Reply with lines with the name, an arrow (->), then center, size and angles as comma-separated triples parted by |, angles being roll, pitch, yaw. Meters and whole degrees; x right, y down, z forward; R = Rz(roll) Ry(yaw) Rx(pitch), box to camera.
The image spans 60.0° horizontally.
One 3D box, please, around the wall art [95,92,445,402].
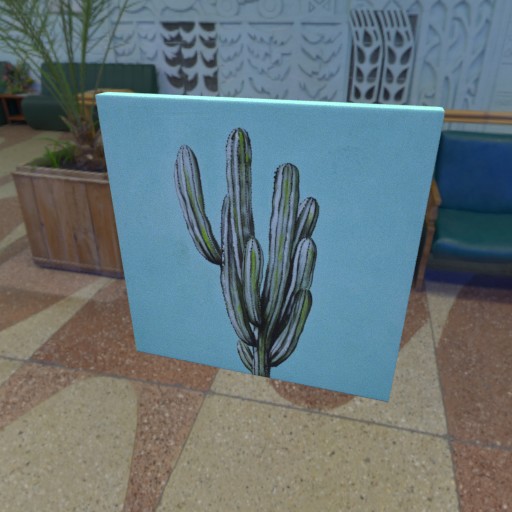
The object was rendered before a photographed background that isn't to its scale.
wall art -> 0.000, 0.000, 1.140 | 0.765, 0.766, 0.054 | 8, 29, 14
